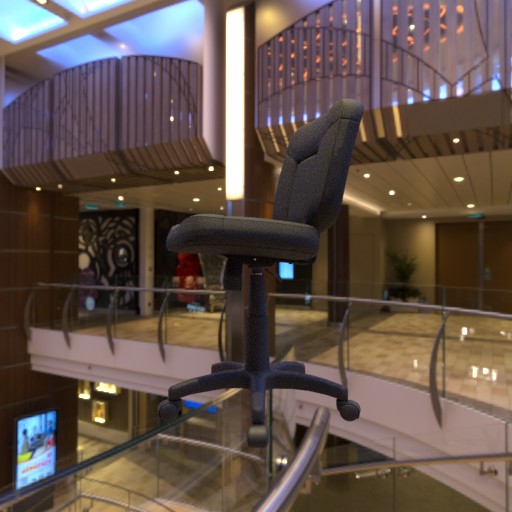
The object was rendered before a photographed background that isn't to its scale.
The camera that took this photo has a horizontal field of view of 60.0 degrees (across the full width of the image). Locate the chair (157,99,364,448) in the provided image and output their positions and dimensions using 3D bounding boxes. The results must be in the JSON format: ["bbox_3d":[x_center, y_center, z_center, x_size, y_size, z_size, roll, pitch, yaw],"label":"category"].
[{"bbox_3d":[0.000,0.000,1.407,0.610,0.972,0.610,0,-1,-18],"label":"chair"}]
